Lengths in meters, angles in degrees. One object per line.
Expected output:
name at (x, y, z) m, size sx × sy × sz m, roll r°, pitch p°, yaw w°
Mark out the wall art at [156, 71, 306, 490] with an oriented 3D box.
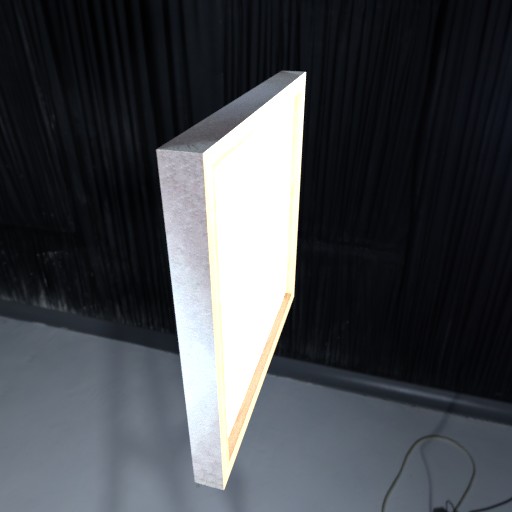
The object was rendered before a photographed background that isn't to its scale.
wall art at (0.000, 0.000, 0.442) m, size 0.028 × 0.303 × 0.303 m, roll 8°, pitch 31°, yaw 14°
